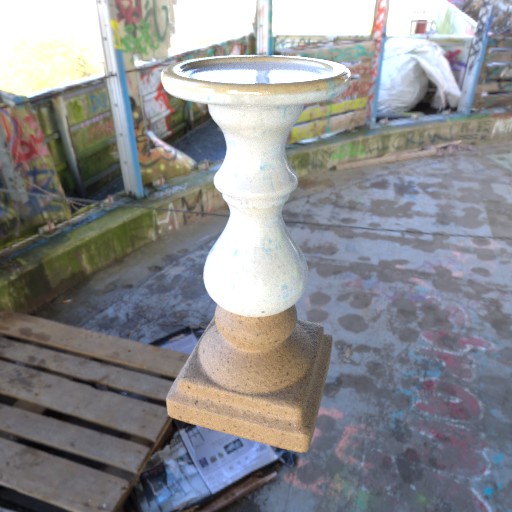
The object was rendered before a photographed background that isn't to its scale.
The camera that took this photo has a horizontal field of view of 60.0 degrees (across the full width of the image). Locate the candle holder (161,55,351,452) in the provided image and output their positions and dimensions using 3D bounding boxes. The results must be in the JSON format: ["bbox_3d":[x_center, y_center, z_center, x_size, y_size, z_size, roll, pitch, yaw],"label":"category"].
[{"bbox_3d":[0.000,0.000,0.301,0.110,0.239,0.110,9,33,15],"label":"candle holder"}]
